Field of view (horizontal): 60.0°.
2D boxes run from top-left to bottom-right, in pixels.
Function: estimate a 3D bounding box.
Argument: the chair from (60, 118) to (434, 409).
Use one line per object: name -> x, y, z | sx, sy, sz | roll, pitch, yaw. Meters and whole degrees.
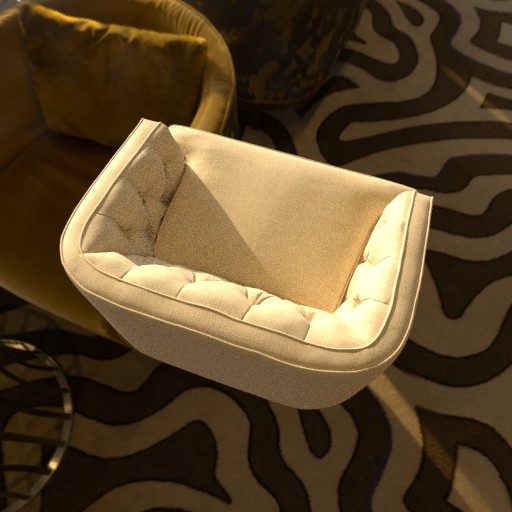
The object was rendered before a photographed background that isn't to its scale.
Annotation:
chair -> 0.000, 0.000, 1.702 | 1.118, 0.787, 0.914 | 17, 65, 8
